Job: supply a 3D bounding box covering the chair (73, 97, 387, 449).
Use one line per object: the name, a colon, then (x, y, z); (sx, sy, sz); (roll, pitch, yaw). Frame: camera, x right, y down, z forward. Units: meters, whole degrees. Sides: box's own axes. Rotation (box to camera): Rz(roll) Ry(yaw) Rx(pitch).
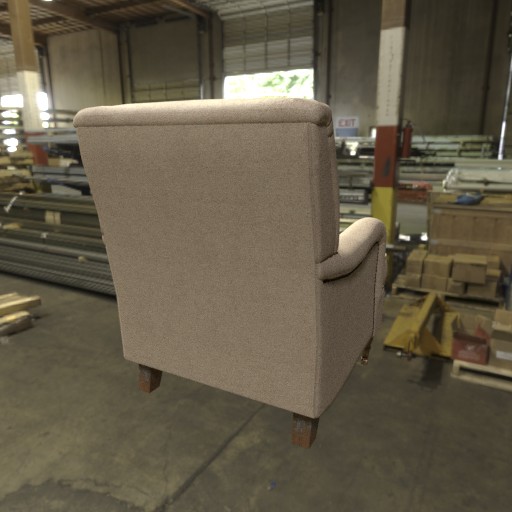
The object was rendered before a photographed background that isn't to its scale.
chair: (0.000, 0.000, 1.759); (0.879, 1.119, 0.953); (8, 17, 28)
